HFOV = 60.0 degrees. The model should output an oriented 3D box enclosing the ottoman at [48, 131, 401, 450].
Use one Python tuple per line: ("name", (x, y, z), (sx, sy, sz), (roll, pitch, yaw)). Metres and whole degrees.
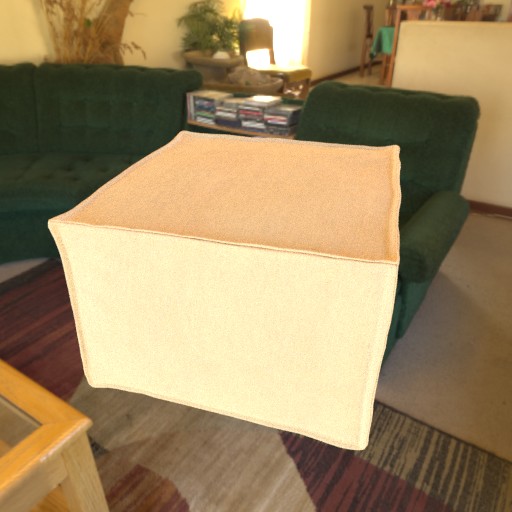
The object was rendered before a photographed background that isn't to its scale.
("ottoman", (0.000, 0.000, 1.159), (0.696, 0.470, 0.707), (8, 31, 13))
